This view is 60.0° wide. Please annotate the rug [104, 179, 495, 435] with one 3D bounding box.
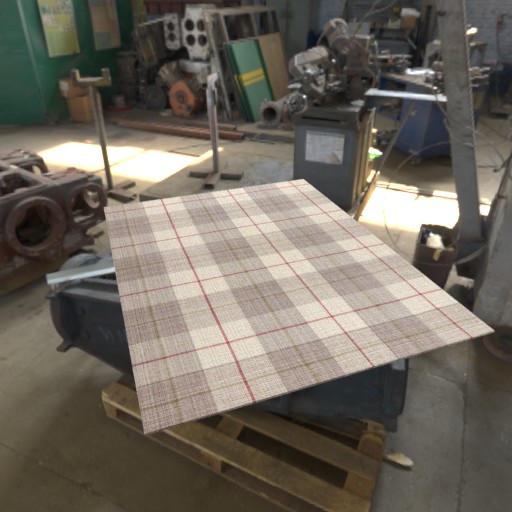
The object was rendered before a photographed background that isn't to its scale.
[{"bbox_3d":[0.000,0.000,3.817,2.317,0.016,2.959,-11,33,-17],"label":"rug"}]
